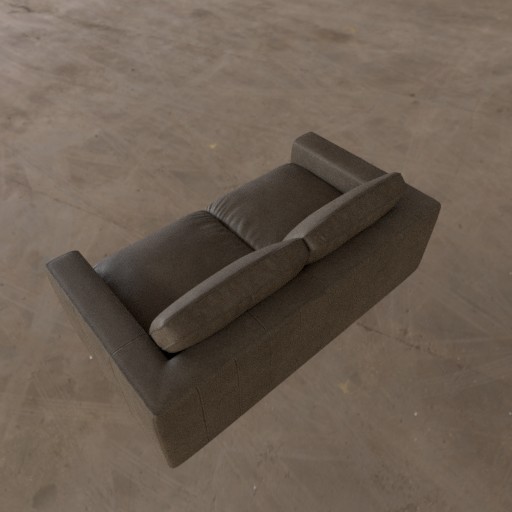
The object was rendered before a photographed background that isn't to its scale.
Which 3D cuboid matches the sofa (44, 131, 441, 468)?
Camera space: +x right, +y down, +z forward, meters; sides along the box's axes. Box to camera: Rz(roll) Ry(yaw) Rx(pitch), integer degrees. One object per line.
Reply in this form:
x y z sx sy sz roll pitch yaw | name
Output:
0.000 0.000 2.466 1.920 0.800 1.070 -32 54 -27 | sofa
